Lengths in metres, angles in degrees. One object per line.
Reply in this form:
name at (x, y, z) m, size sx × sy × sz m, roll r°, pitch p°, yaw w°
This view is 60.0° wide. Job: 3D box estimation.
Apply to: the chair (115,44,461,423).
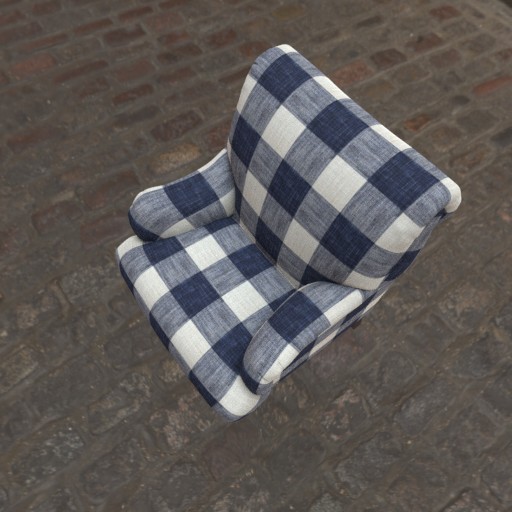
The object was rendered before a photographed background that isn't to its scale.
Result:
chair at (0.000, 0.000, 1.555) m, size 0.848 × 0.953 × 0.781 m, roll -34°, pitch 67°, yaw -17°
